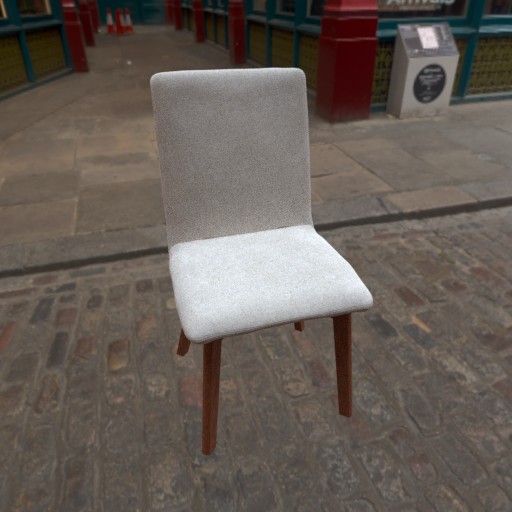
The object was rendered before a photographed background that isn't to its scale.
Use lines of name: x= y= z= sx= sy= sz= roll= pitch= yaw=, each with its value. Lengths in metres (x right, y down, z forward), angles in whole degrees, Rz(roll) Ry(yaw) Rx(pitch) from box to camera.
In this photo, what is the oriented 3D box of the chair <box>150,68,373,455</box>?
chair: x=0.000 y=0.000 z=1.325 sx=0.522 sy=0.974 sz=0.563 roll=-9 pitch=33 yaw=-14
